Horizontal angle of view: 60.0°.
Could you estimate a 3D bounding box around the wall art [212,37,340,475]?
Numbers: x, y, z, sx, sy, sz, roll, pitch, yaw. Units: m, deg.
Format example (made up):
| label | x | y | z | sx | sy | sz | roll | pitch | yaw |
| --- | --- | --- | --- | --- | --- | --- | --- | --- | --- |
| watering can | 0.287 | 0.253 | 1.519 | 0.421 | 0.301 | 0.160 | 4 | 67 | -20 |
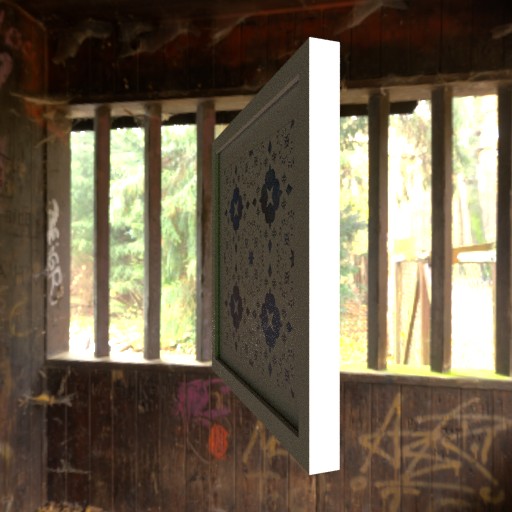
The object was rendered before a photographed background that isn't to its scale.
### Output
| label | x | y | z | sx | sy | sz | roll | pitch | yaw |
| --- | --- | --- | --- | --- | --- | --- | --- | --- | --- |
| wall art | 0.000 | 0.000 | 0.532 | 0.027 | 0.355 | 0.355 | 0 | 0 | -19 |
